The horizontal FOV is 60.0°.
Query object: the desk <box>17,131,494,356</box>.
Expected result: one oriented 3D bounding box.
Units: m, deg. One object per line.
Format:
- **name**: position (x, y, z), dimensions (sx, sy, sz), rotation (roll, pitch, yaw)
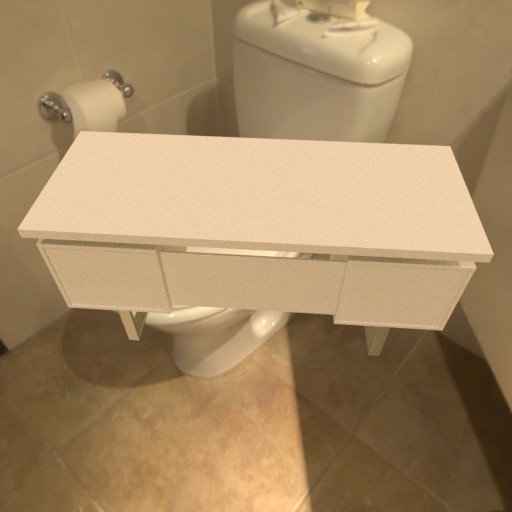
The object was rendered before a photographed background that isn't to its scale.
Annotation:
- **desk**: position (0.000, 0.000, 1.900), dimensions (1.530, 0.773, 0.603), rotation (3, 47, 3)
